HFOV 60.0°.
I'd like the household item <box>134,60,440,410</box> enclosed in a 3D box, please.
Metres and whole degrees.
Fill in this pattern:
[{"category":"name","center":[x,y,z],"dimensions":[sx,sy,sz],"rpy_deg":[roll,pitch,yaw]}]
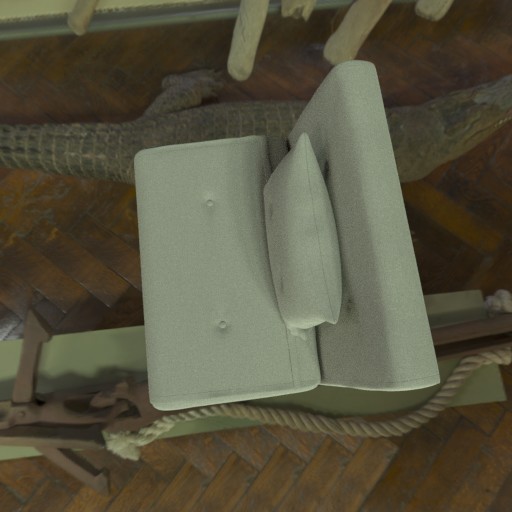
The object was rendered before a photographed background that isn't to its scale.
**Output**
[{"category":"household item","center":[0.000,0.000,1.616],"dimensions":[0.874,0.800,1.000],"rpy_deg":[-7,77,-2]}]
